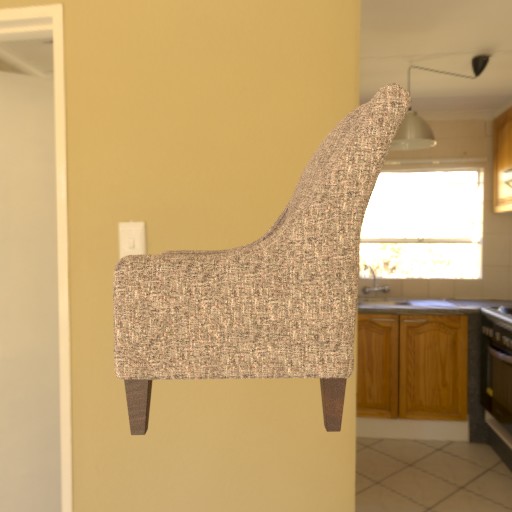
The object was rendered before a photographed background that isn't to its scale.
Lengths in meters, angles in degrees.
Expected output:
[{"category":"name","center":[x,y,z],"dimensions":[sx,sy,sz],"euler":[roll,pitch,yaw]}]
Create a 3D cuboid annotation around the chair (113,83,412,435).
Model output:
[{"category":"chair","center":[0.000,0.000,1.630],"dimensions":[0.870,1.014,0.774],"euler":[0,2,-2]}]
